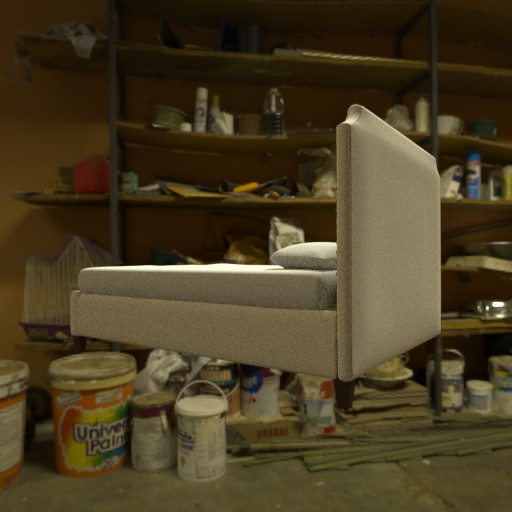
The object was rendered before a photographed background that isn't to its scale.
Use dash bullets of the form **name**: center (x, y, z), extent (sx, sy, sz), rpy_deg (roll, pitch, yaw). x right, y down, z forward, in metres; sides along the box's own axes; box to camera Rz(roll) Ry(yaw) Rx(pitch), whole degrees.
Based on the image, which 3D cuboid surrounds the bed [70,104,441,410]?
- **bed**: center (0.000, 0.000, 3.436), extent (2.372, 1.497, 1.712), rpy_deg (0, -1, 36)
